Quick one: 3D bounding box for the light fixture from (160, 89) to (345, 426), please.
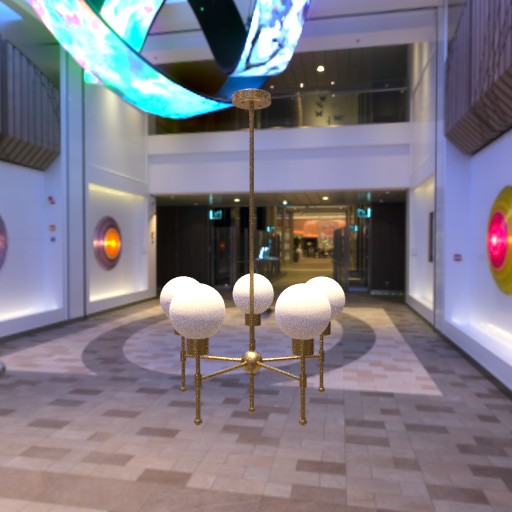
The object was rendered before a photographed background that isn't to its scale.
[{"bbox_3d":[0.000,0.000,1.832,0.815,1.331,0.785,-1,2,-35],"label":"light fixture"}]
